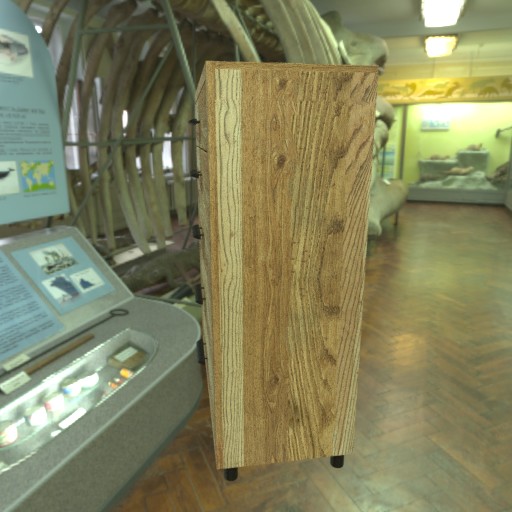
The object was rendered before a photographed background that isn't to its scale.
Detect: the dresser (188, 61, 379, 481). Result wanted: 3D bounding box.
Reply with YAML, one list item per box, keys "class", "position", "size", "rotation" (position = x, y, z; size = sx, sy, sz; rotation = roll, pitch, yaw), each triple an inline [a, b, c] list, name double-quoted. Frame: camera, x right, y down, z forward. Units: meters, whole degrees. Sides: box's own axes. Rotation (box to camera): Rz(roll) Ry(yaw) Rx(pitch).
- class: "dresser"
  position: [0.000, 0.000, 1.716]
  size: [0.480, 1.243, 0.966]
  rotation: [-2, 15, -9]
